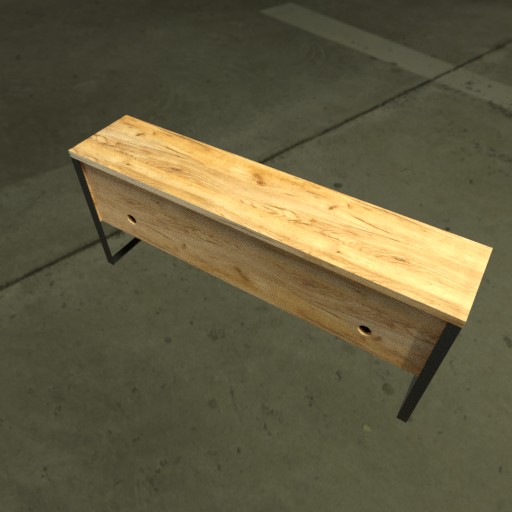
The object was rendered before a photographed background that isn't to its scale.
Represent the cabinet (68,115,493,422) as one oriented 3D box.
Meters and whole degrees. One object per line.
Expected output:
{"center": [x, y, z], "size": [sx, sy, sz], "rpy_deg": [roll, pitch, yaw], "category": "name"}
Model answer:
{"center": [0.000, 0.000, 2.109], "size": [1.800, 0.762, 0.395], "rpy_deg": [24, 51, 21], "category": "cabinet"}
